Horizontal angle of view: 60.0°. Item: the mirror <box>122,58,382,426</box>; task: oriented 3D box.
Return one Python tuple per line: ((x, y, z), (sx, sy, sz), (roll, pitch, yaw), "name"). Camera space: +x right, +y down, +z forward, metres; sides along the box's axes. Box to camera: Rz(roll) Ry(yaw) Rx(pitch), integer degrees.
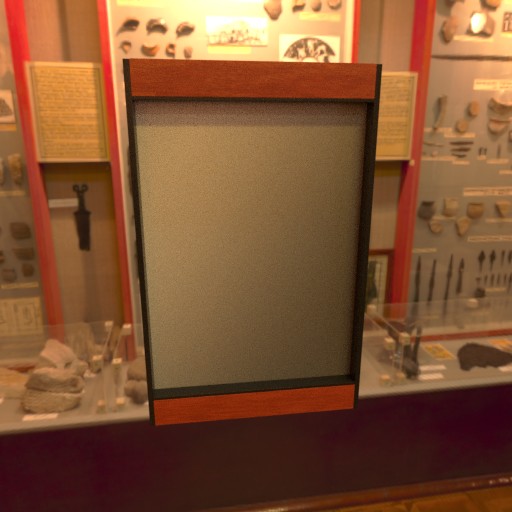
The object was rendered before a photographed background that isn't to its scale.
((0.000, 0.000, 1.020), (0.525, 0.823, 0.047), (-2, 16, -8), "mirror")
